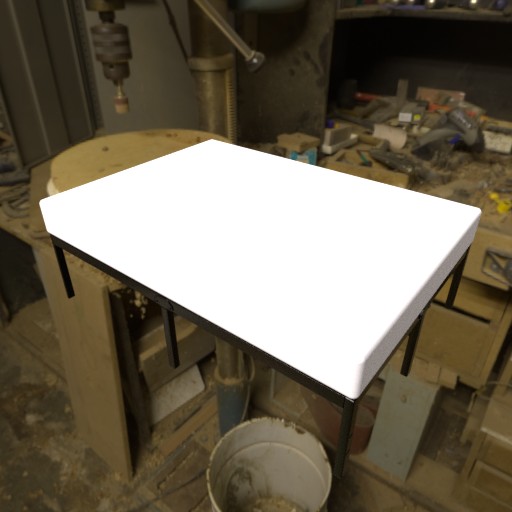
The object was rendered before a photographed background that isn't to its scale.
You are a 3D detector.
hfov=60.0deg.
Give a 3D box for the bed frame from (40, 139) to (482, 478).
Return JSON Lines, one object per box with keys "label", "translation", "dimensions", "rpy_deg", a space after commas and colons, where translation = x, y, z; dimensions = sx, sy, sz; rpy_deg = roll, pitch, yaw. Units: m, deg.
{"label": "bed frame", "translation": [0.000, 0.000, 2.557], "dimensions": [1.956, 0.659, 1.408], "rpy_deg": [23, 38, 31]}
